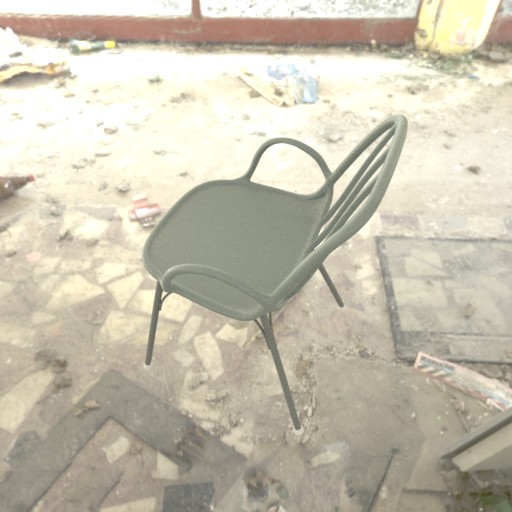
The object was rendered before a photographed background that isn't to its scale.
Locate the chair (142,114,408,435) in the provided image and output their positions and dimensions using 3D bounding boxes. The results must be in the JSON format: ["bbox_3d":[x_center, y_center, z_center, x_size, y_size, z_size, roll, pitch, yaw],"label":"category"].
[{"bbox_3d":[0.000,0.000,1.216,0.597,0.816,0.549,17,49,15],"label":"chair"}]
